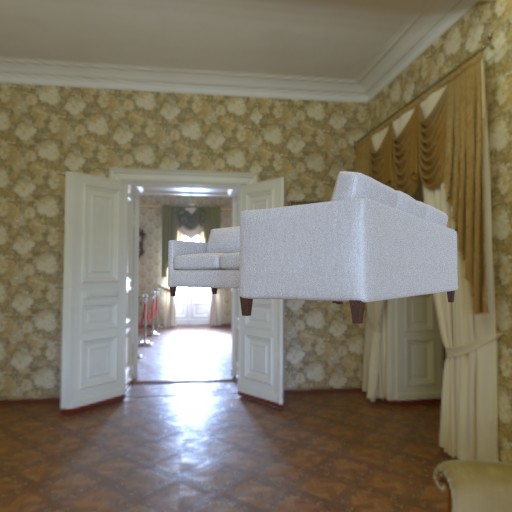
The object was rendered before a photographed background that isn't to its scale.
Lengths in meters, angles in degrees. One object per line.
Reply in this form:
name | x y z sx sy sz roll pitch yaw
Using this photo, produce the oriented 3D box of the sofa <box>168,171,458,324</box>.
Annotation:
sofa | 0.000 0.000 4.484 3.333 0.934 2.522 -2 -3 36
